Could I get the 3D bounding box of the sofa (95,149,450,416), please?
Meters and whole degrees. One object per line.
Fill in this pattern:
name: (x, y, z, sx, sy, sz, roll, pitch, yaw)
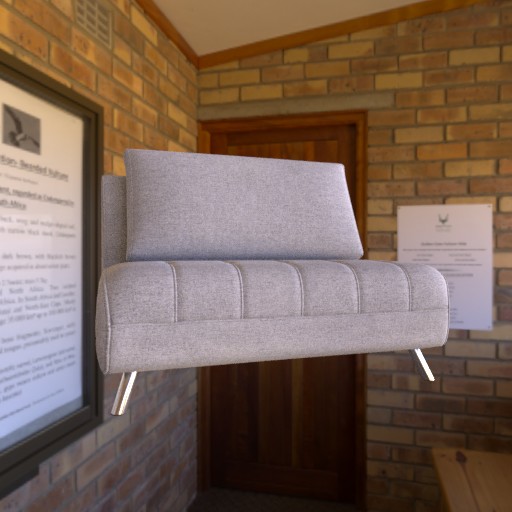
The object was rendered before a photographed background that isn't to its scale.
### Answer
sofa: (0.000, 0.000, 1.818, 1.220, 0.910, 0.910, 0, 0, -18)
